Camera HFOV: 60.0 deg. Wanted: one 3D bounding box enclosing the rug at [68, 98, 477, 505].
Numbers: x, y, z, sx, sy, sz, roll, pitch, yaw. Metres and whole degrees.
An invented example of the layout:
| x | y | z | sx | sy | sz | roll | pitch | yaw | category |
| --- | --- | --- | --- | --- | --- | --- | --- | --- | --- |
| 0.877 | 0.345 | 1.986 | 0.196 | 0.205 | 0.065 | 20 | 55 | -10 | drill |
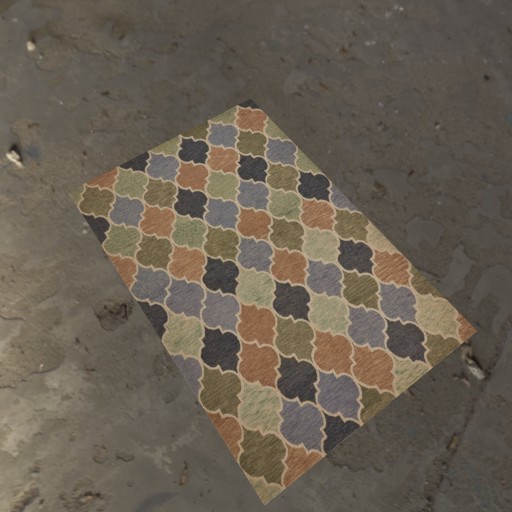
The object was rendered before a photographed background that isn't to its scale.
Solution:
| x | y | z | sx | sy | sz | roll | pitch | yaw | category |
| --- | --- | --- | --- | --- | --- | --- | --- | --- | --- |
| 0.000 | 0.000 | 2.239 | 1.216 | 0.006 | 1.828 | -32 | 67 | -16 | rug |
